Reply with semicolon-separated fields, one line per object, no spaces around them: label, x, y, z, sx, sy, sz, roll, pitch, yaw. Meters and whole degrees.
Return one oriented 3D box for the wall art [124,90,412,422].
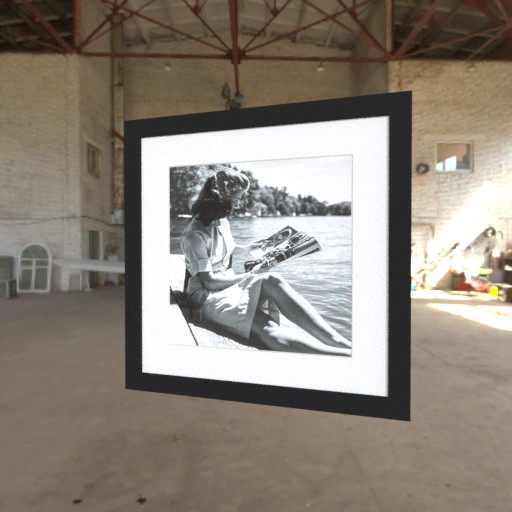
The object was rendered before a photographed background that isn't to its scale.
wall art;0.000;0.000;0.699;0.462;0.458;0.030;0;1;18
